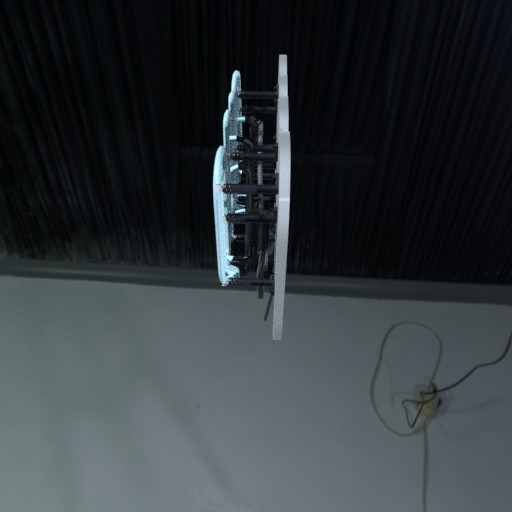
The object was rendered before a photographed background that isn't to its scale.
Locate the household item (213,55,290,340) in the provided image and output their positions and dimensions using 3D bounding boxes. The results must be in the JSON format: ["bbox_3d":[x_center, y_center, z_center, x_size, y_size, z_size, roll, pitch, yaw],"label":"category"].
[{"bbox_3d":[0.000,0.000,0.391,0.042,0.294,0.211,1,42,2],"label":"household item"}]
